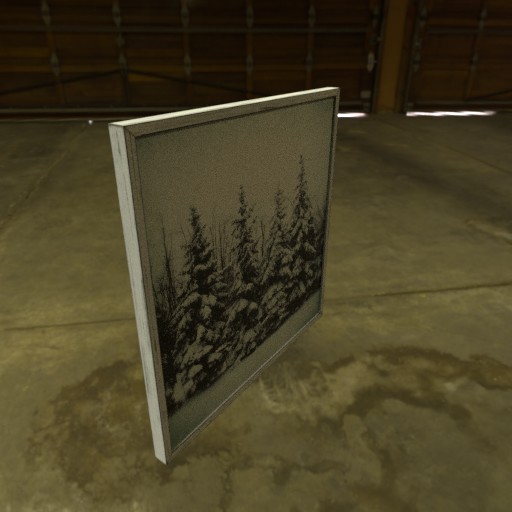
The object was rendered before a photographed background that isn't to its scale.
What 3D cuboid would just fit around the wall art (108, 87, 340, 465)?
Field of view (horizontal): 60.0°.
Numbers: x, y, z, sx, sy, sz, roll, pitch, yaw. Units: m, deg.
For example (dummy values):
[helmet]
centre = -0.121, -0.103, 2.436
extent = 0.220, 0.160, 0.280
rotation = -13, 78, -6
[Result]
[wall art]
centre = 0.000, 0.000, 1.143
extent = 0.037, 0.761, 0.761
rotation = 17, 31, 32
